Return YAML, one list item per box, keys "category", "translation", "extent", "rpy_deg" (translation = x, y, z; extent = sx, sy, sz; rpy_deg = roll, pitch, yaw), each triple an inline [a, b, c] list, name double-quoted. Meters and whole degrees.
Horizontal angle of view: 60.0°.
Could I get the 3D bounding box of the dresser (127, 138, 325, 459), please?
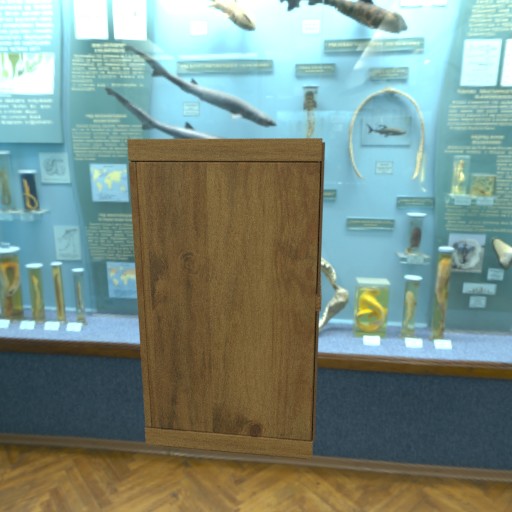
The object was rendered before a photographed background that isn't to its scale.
- category: "dresser"
  translation: [0.000, 0.000, 1.682]
  extent: [0.479, 0.825, 1.261]
  rpy_deg: [2, 13, 8]
